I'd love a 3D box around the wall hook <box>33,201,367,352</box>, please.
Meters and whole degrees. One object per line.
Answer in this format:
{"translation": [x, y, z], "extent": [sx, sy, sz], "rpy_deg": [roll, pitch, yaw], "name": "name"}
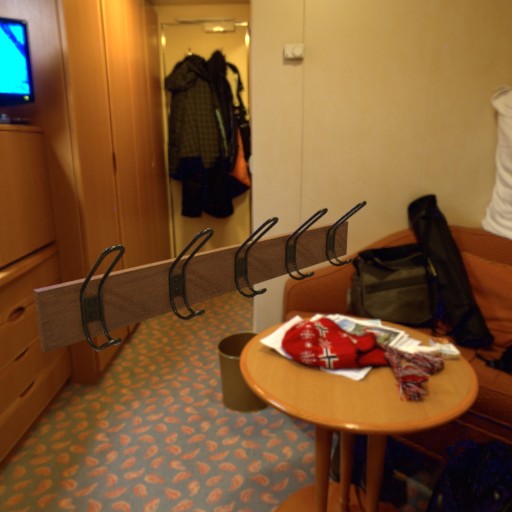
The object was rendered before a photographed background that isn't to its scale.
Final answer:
{"translation": [0.000, 0.000, 0.606], "extent": [0.076, 0.116, 0.554], "rpy_deg": [13, 19, 42], "name": "wall hook"}
